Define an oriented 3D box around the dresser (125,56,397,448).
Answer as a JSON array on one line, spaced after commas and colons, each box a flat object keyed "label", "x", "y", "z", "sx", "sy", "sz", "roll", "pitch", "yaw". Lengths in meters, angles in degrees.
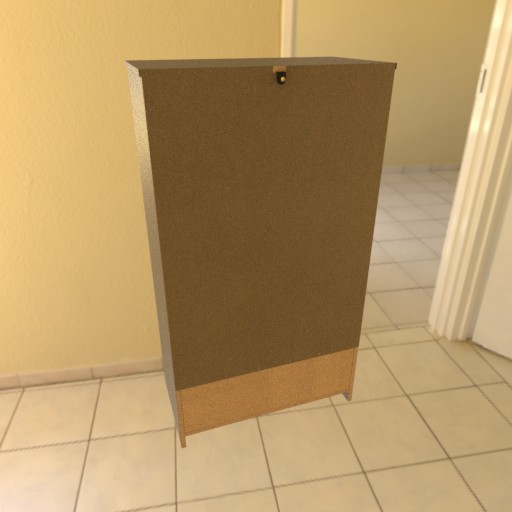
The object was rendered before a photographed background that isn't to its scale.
[{"label": "dresser", "x": 0.000, "y": 0.000, "z": 1.560, "sx": 0.704, "sy": 1.254, "sz": 0.418, "roll": -9, "pitch": 28, "yaw": -17}]
